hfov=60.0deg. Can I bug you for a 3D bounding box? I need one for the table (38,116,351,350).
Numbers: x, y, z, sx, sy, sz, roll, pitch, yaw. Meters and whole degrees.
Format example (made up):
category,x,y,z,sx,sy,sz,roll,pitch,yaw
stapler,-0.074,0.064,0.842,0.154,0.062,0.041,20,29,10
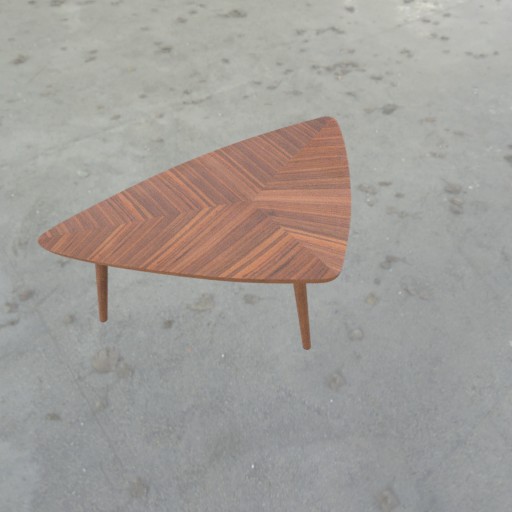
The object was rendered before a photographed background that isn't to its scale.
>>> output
category,x,y,z,sx,sy,sz,roll,pitch,yaw
table,0.000,0.000,1.309,1.008,0.365,0.601,-29,52,-25
